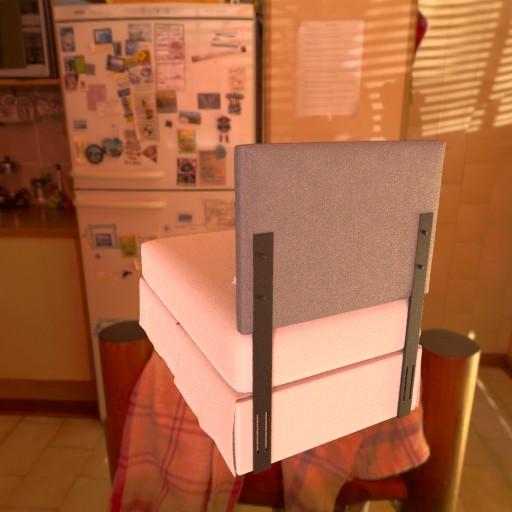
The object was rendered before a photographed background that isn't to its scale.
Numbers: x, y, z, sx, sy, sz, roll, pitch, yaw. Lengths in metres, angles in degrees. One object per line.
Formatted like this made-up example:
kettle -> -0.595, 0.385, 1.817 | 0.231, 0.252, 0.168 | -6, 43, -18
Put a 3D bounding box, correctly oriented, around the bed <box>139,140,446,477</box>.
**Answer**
bed -> 0.000, 0.000, 3.011 | 1.261, 1.571, 1.997 | -8, 18, -26
